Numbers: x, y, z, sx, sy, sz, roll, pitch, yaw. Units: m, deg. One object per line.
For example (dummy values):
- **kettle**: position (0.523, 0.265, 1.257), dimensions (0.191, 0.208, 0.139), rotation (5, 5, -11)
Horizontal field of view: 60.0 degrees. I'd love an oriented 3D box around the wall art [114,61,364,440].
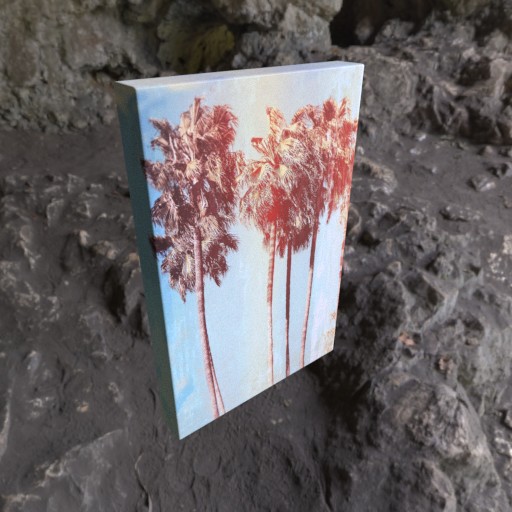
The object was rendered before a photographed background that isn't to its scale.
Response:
- **wall art**: position (0.000, 0.000, 0.490), dimensions (0.251, 0.380, 0.039), rotation (-21, 35, -32)
